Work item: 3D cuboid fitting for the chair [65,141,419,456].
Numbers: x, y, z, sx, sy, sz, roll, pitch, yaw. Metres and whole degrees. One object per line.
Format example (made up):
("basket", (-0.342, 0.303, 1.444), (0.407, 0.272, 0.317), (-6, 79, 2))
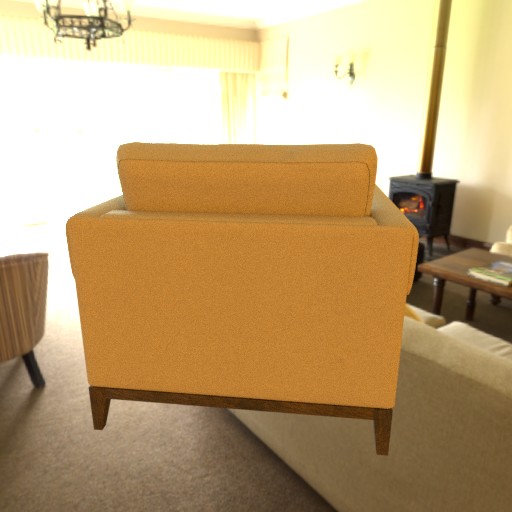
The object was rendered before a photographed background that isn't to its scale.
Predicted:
("chair", (0.000, 0.000, 1.617), (0.914, 0.838, 0.959), (2, 17, 7))
